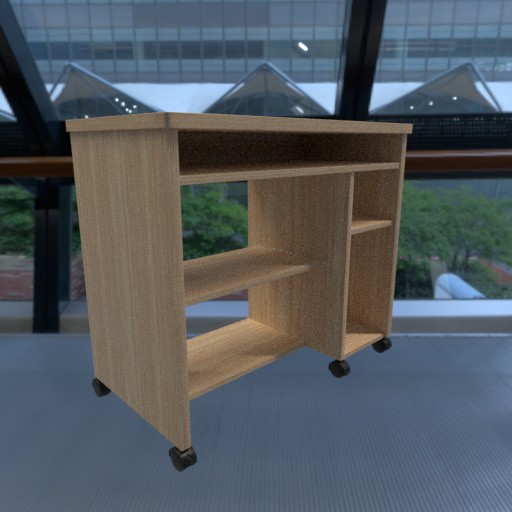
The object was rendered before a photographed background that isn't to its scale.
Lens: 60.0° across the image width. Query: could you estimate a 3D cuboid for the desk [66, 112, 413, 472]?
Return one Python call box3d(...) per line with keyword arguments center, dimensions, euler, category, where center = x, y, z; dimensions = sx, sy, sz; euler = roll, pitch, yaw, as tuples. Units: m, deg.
box3d(center=(0.000, 0.000, 1.335), dimensions=(0.884, 0.770, 0.480), euler=(-13, 20, -42), category="desk")
